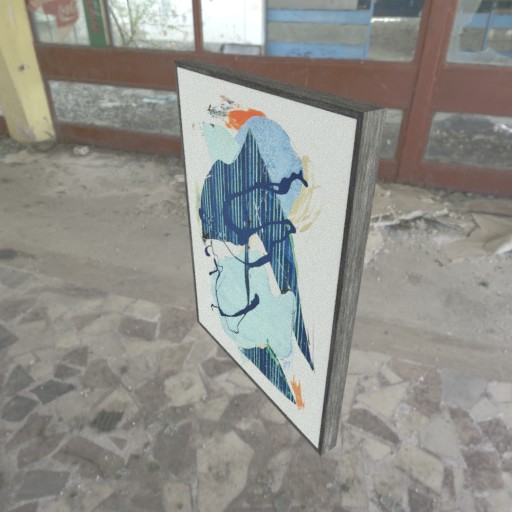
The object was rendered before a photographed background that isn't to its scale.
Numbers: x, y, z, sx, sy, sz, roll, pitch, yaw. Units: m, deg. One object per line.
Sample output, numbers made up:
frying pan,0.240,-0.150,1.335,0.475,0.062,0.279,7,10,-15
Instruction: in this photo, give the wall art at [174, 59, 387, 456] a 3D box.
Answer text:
wall art,0.000,0.000,1.347,0.063,1.016,0.762,-21,37,-30
